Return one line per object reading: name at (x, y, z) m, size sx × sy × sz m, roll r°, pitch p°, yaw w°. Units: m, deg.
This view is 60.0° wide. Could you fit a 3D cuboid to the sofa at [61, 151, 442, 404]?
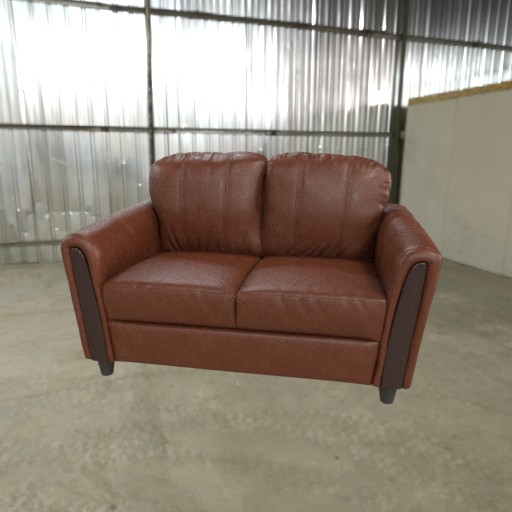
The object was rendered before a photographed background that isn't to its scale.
sofa at (0.000, 0.000, 1.980) m, size 1.406 × 0.906 × 0.805 m, roll 3°, pitch 14°, yaw 10°
